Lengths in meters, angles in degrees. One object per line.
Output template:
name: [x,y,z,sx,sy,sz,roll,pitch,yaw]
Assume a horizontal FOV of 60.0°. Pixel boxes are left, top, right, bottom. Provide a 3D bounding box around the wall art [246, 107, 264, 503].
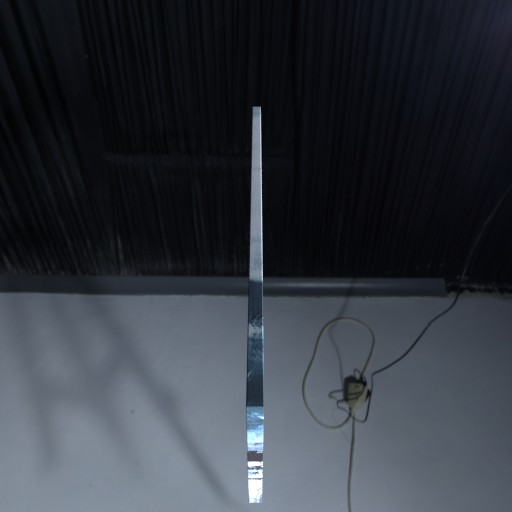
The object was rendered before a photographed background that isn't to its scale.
wall art: [0.000,0.000,1.649,0.037,0.509,1.524,0,41,0]
